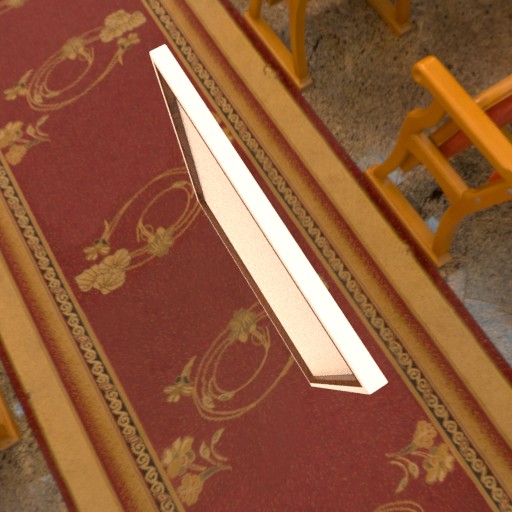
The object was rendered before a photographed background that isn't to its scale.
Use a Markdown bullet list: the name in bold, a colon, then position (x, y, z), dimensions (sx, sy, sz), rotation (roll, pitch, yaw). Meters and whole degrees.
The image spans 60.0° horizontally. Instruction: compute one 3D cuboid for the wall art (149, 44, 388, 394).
- **wall art**: position (0.000, 0.000, 1.156), dimensions (0.037, 0.757, 0.757), rotation (-30, 77, -8)
